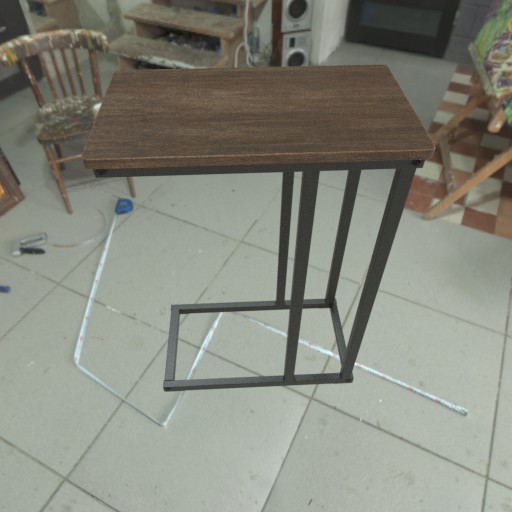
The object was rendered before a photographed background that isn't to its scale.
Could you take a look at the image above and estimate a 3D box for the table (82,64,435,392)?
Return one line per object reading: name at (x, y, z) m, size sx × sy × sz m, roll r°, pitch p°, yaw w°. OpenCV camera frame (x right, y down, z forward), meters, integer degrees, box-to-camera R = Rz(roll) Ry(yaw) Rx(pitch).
table at (0.000, 0.000, 0.875) m, size 0.450 × 0.637 × 0.254 m, roll -2°, pitch 47°, yaw -2°
